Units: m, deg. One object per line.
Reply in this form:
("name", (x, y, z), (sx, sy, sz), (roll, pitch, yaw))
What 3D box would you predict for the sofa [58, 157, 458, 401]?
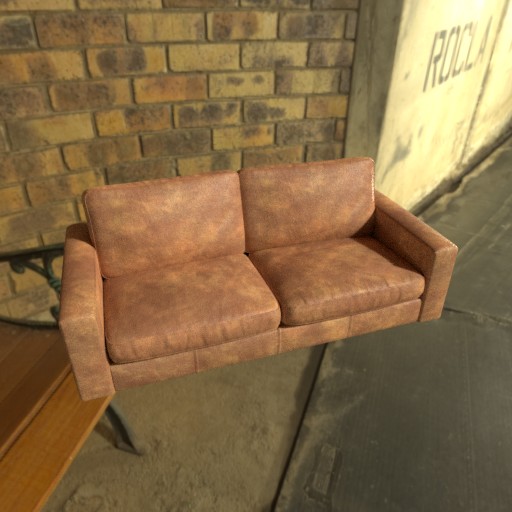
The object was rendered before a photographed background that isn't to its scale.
("sofa", (0.000, 0.000, 2.711), (2.179, 0.873, 1.016), (-10, 32, -15))
